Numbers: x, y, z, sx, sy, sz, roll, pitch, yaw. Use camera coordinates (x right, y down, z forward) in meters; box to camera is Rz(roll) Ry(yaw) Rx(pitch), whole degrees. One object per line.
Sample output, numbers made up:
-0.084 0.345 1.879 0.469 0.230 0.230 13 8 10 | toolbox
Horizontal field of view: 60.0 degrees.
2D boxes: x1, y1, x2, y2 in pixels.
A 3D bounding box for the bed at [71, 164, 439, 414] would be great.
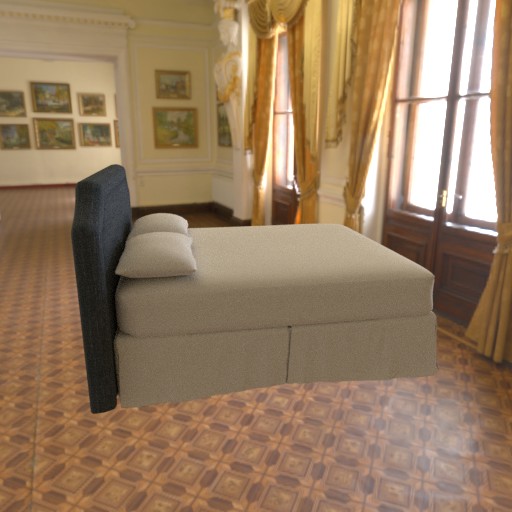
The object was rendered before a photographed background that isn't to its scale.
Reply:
0.000 0.000 3.338 2.208 1.297 1.828 -3 16 -10 | bed
